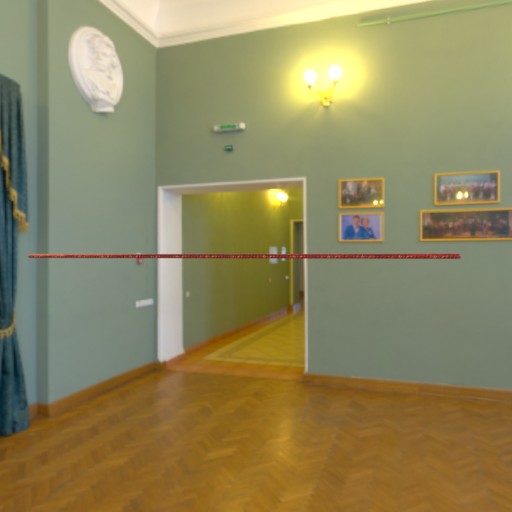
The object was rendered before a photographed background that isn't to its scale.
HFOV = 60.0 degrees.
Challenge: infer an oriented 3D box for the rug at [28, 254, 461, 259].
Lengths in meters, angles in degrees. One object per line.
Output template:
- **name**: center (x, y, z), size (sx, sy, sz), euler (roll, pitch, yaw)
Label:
- **rug**: center (0.000, 0.000, 2.340), size (1.835, 0.018, 1.230), euler (0, 0, 18)
